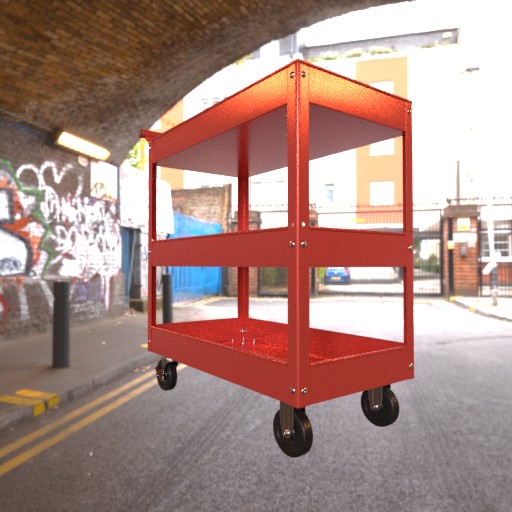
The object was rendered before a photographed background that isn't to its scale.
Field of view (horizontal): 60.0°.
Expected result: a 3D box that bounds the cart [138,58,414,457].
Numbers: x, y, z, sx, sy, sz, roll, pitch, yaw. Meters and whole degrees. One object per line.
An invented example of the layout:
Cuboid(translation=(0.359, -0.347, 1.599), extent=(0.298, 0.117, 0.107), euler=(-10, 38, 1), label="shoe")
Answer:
Cuboid(translation=(0.000, 0.000, 1.172), extent=(0.366, 0.780, 0.719), euler=(1, -1, -37), label="cart")
